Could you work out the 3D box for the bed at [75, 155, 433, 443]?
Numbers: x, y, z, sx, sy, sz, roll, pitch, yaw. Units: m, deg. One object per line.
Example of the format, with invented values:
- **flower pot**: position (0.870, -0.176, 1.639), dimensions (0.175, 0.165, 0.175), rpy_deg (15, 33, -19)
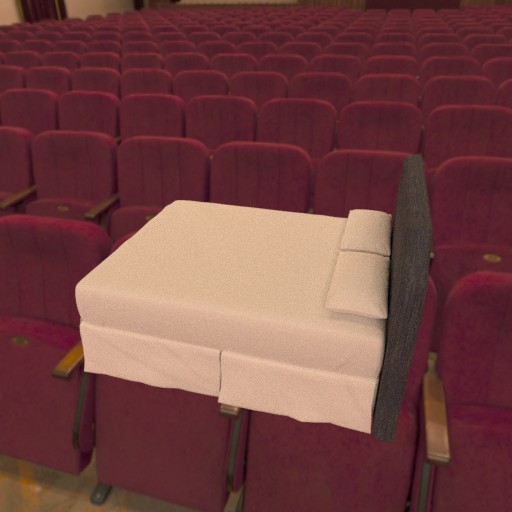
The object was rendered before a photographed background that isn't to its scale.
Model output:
- **bed**: position (0.000, 0.000, 3.179), dimensions (2.116, 1.290, 1.693), rpy_deg (8, 30, 14)
